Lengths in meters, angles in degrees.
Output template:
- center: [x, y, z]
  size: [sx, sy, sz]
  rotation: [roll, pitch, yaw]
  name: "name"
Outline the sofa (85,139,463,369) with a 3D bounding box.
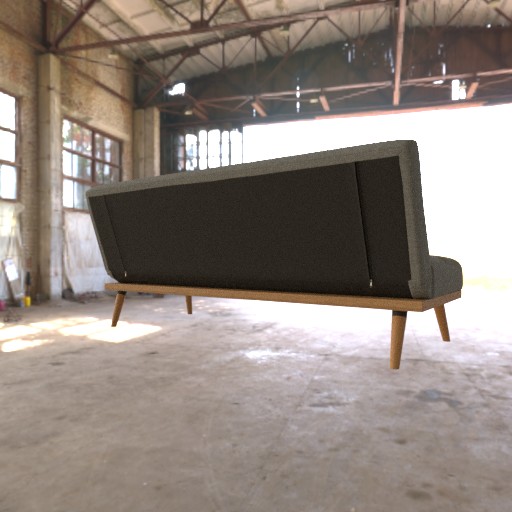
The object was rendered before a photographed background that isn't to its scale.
- center: [0.000, 0.000, 2.263]
  size: [1.820, 0.800, 0.800]
  rotation: [0, 0, 36]
  name: "sofa"
